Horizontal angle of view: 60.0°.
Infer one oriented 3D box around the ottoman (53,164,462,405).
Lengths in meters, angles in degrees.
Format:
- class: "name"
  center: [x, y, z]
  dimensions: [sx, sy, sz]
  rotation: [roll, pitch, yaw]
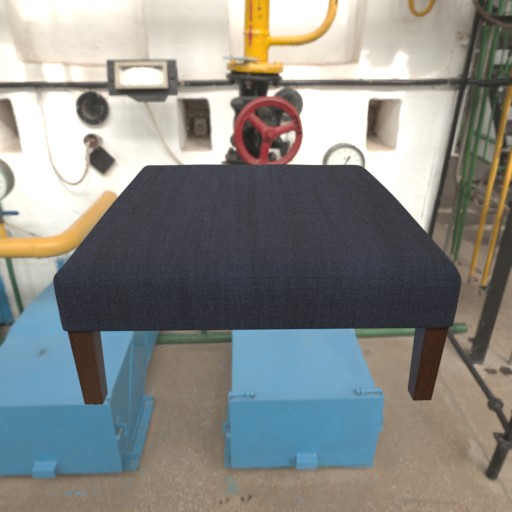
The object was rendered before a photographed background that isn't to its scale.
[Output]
- class: "ottoman"
  center: [0.000, 0.000, 1.408]
  dimensions: [0.889, 0.411, 0.890]
  rotation: [0, 26, -1]
